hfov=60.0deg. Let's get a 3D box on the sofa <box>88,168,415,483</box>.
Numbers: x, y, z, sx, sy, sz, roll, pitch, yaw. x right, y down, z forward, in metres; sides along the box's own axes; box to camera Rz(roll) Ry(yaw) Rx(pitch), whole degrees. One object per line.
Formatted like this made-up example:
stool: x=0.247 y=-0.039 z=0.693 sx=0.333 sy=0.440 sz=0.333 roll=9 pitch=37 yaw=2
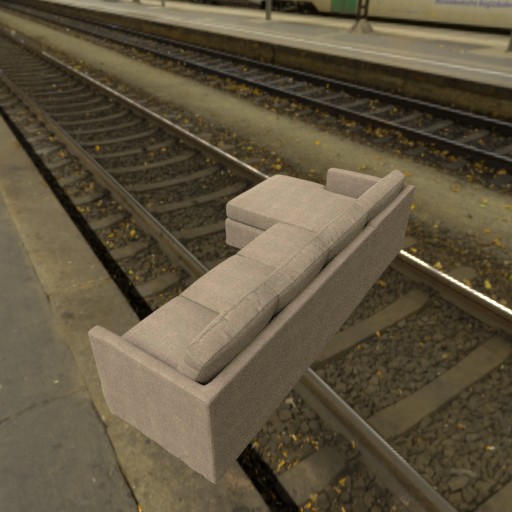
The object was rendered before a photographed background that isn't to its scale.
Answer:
sofa: x=0.000 y=0.000 z=3.793 sx=1.650 sy=0.922 sz=3.205 roll=20 pitch=38 yaw=29
